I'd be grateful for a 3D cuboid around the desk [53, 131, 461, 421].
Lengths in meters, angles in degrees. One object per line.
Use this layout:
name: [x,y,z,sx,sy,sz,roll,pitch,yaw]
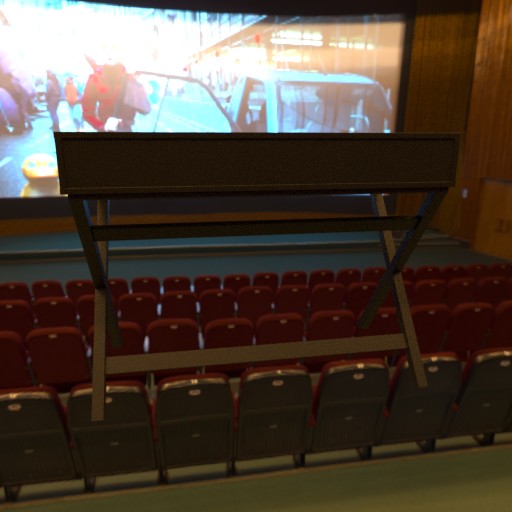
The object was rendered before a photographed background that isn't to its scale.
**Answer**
desk: [0.000,0.000,1.468,1.057,0.780,0.504,-3,15,-10]
